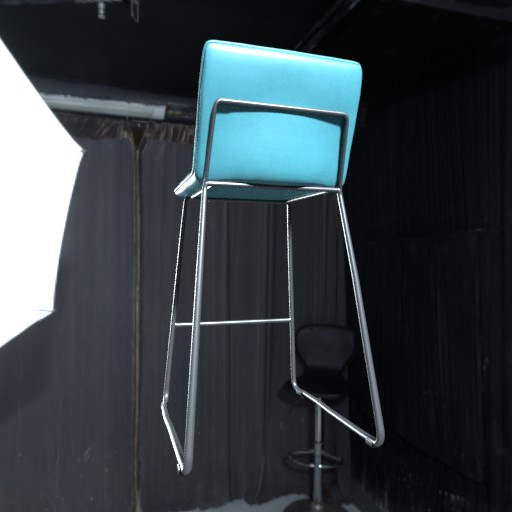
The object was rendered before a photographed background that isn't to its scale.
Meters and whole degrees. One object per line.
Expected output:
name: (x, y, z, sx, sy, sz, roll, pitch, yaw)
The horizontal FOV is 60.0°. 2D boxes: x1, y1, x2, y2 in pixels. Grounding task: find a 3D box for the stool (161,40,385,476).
stool: (0.000, 0.000, 1.233, 0.489, 0.936, 0.524, 0, 0, -18)
